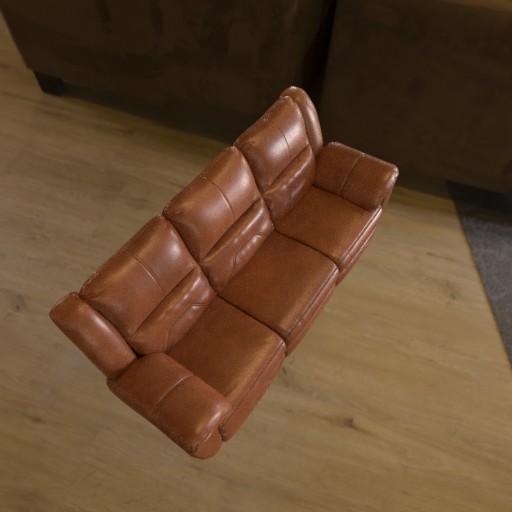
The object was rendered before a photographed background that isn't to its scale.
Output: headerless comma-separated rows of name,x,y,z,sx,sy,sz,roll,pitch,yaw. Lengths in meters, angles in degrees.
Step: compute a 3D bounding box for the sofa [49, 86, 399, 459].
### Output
sofa,0.000,0.000,2.878,0.991,1.043,2.337,31,62,19
